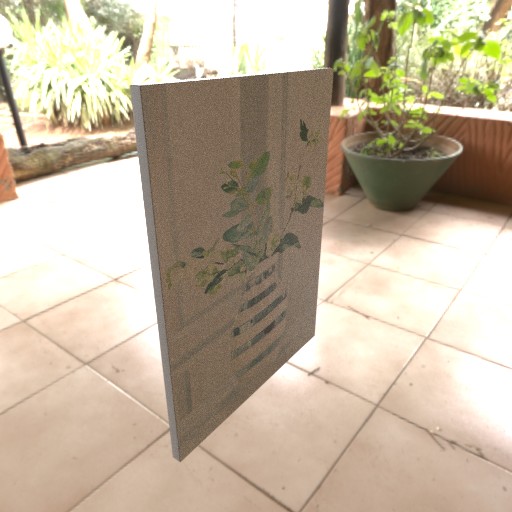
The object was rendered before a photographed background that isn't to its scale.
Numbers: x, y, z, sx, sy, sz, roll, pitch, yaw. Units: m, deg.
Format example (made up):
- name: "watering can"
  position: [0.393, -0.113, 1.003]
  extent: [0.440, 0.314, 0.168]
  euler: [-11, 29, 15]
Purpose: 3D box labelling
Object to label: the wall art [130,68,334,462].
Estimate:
- name: "wall art"
  position: [0.000, 0.000, 1.596]
  extent: [0.038, 1.212, 0.914]
  euler: [18, 31, 33]
